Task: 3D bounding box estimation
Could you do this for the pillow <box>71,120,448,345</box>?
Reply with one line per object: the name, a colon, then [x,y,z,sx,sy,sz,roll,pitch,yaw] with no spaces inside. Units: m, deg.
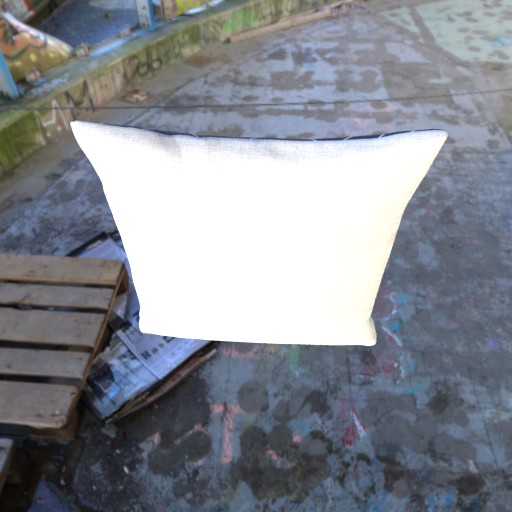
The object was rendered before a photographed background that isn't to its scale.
pillow: [0.000,0.000,0.783,0.517,0.508,0.158,2,46,2]
